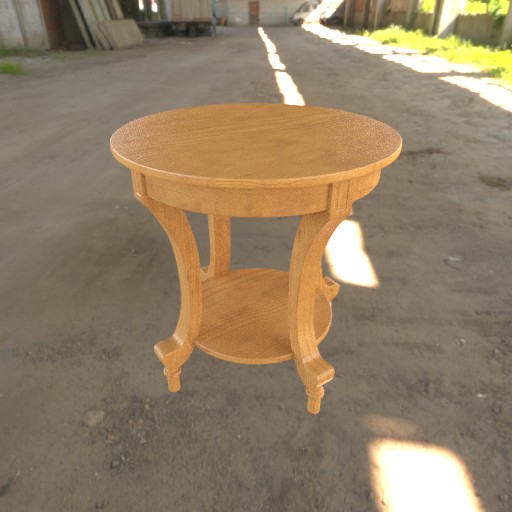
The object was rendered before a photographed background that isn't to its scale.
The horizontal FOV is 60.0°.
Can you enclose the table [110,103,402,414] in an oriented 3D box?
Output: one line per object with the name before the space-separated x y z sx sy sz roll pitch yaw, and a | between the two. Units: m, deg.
table | 0.000 0.000 1.091 0.597 0.612 0.597 0 30 0
